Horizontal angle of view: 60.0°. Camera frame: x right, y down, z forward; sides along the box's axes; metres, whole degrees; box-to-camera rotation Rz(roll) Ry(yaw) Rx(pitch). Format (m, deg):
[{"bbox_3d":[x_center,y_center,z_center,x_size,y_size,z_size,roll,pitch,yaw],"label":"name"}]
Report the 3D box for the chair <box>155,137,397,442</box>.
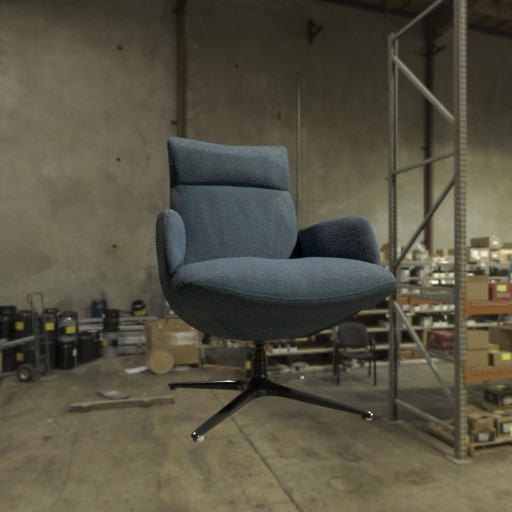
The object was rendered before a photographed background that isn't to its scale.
[{"bbox_3d":[0.000,0.000,1.582,0.711,1.016,0.889,0,-1,-18],"label":"chair"}]
